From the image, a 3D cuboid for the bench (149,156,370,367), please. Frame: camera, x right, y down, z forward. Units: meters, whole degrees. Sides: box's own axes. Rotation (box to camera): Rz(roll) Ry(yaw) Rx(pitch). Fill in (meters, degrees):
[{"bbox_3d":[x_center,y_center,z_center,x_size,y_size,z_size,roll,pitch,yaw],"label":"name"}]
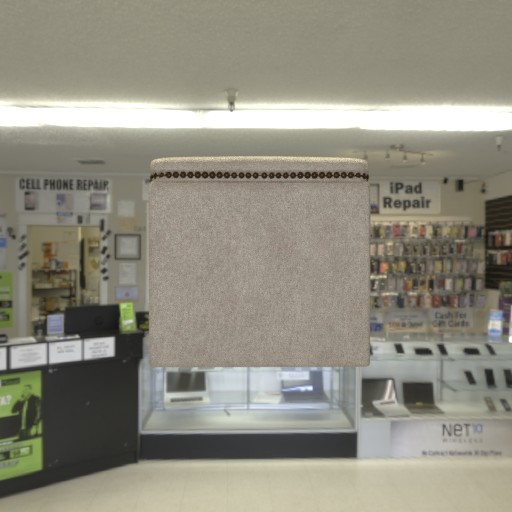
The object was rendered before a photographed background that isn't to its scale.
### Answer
[{"bbox_3d":[0.000,0.000,1.639,0.470,0.447,1.482,0,1,-1],"label":"bench"}]
